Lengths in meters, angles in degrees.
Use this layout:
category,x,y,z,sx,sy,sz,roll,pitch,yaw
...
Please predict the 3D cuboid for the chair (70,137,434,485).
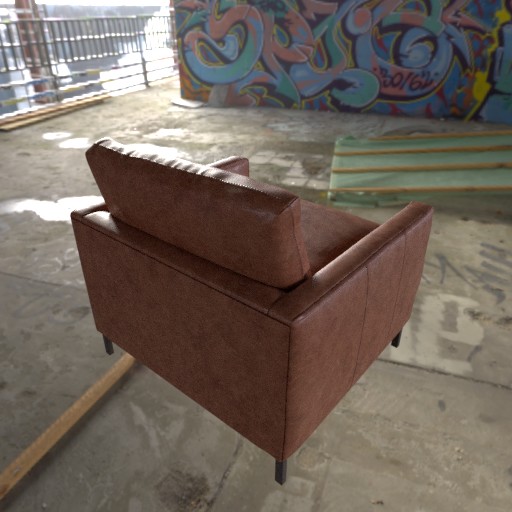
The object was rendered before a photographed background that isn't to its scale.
category,x,y,z,sx,sy,sz,roll,pitch,yaw
chair,0.000,0.000,1.604,0.967,0.869,0.862,22,36,34
